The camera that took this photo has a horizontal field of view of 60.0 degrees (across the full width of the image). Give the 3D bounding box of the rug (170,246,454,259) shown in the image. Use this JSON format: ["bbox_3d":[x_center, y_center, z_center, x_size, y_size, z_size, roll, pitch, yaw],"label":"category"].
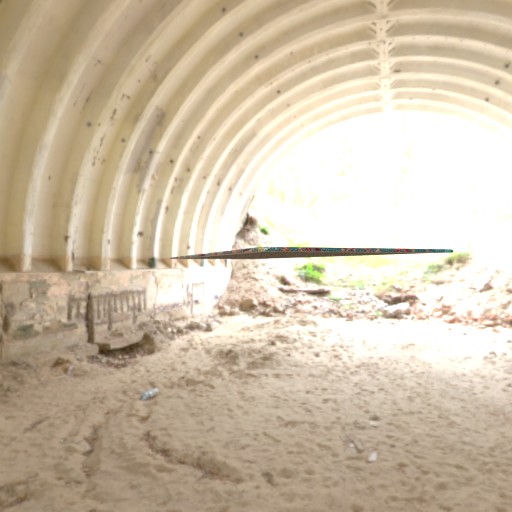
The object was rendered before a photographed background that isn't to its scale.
[{"bbox_3d":[0.000,0.000,2.454,0.686,0.013,2.286,0,-1,-17],"label":"rug"}]
